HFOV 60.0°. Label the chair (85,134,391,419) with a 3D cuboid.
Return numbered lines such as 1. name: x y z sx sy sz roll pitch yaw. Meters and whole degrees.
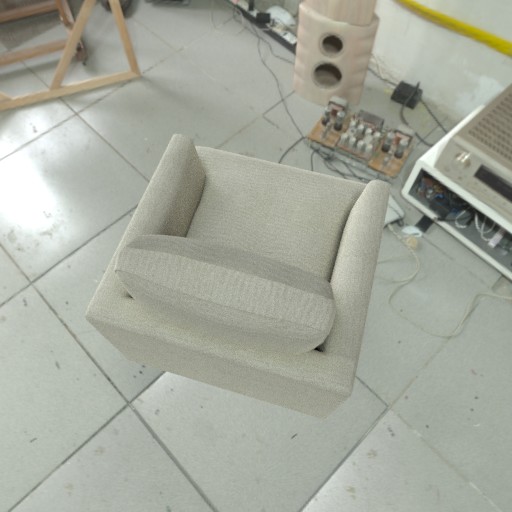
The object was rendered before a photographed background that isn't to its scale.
1. chair: 0.000 0.000 1.649 0.858 0.957 0.899 15 64 7
